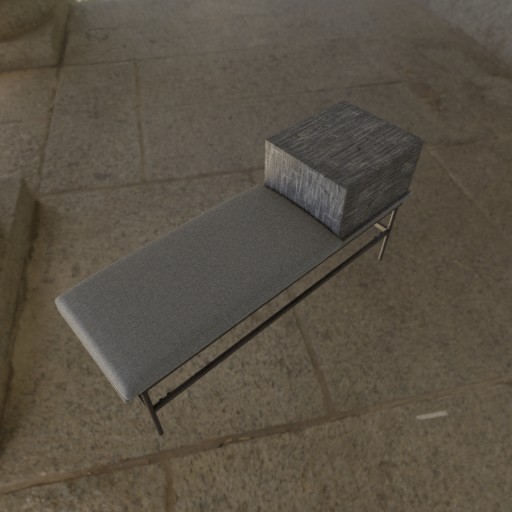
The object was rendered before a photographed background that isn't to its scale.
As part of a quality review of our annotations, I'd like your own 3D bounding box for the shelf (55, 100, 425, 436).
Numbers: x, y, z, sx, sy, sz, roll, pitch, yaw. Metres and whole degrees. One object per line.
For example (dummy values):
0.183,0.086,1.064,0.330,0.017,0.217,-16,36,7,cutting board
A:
0.000,0.000,1.676,1.342,0.633,0.457,-33,56,-27,shelf
